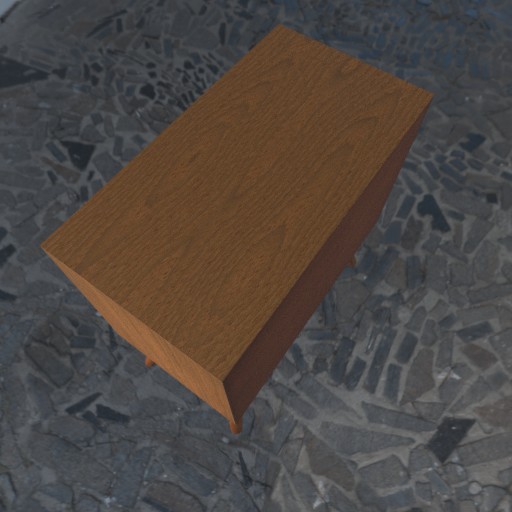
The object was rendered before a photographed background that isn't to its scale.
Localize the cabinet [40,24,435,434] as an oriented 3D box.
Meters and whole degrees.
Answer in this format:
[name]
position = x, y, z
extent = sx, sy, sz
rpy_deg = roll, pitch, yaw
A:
[cabinet]
position = 0.000, 0.000, 1.151
extent = 0.388, 0.748, 0.712
rpy_deg = 32, 67, 16
